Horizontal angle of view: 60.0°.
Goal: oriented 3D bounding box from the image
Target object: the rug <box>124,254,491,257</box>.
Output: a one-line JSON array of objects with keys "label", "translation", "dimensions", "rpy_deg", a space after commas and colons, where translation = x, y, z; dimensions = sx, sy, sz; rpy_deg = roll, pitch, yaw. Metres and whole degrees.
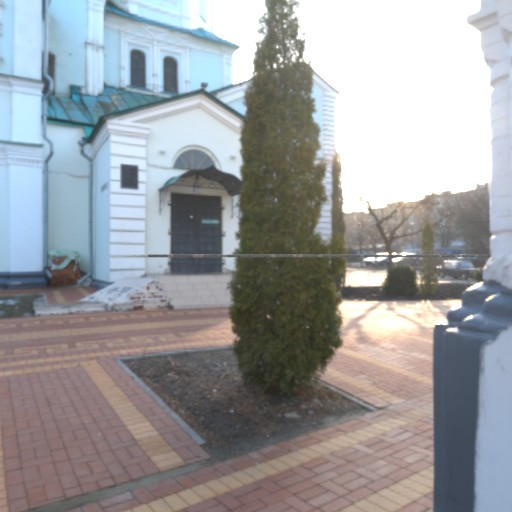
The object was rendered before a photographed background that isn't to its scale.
[{"label": "rug", "translation": [0.000, 0.000, 2.669], "dimensions": [1.451, 0.010, 2.080], "rpy_deg": [0, 0, -19]}]
